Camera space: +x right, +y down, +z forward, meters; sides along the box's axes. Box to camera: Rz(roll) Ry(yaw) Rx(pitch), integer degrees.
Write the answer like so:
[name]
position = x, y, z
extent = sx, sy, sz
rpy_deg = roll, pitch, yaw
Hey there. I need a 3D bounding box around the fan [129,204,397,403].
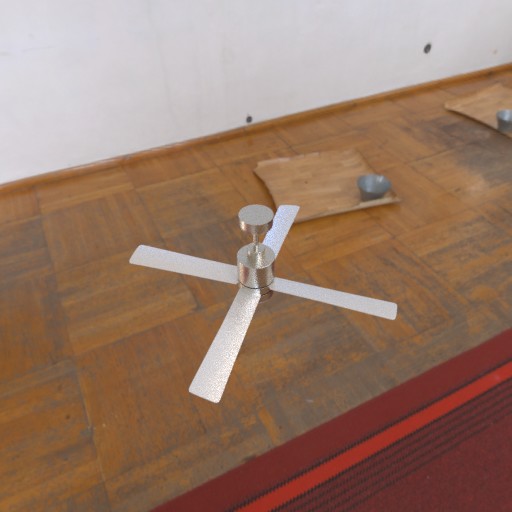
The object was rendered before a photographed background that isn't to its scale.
[fan]
position = 0.000, 0.000, 2.345
extent = 1.525, 0.539, 1.525
rpy_deg = 12, 43, 14
